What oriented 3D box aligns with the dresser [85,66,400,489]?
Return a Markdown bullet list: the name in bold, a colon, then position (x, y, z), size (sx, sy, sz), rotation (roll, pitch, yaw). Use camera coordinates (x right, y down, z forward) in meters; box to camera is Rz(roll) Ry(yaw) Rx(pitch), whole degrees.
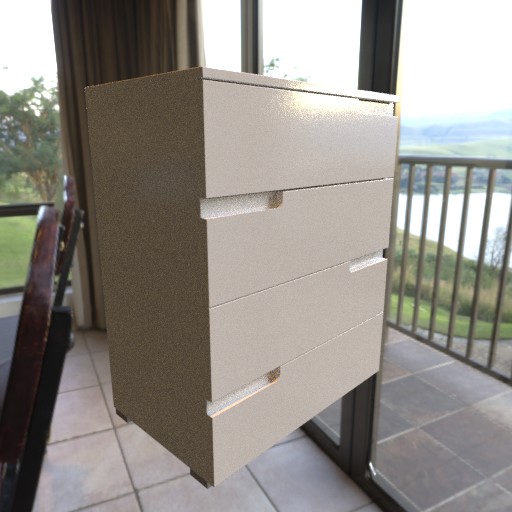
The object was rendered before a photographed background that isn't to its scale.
- **dresser**: position (0.000, 0.000, 1.147), size (0.400, 0.800, 0.650), rotation (14, 20, 42)
